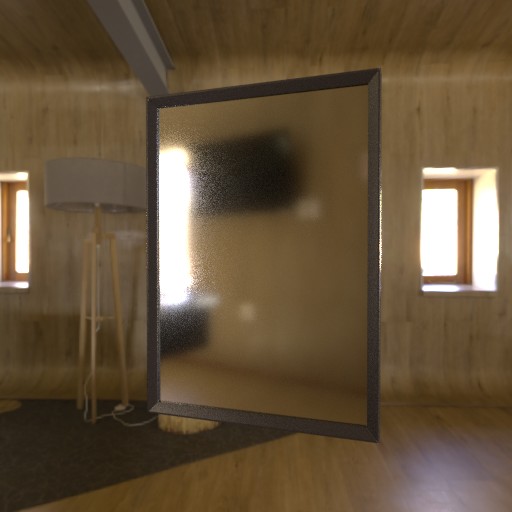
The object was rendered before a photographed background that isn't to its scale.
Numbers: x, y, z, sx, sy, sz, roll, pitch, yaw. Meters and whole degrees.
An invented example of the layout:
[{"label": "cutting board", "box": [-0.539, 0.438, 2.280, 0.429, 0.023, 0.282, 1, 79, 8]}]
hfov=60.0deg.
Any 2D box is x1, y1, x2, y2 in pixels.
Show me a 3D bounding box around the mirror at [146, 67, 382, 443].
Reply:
[{"label": "mirror", "box": [0.000, 0.000, 0.936, 0.507, 0.710, 0.039, 0, 1, 18]}]
